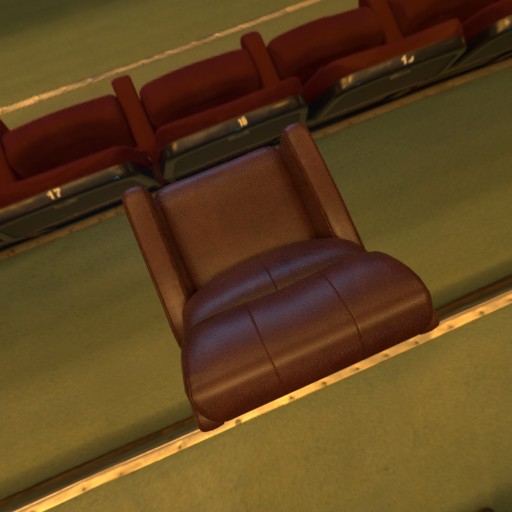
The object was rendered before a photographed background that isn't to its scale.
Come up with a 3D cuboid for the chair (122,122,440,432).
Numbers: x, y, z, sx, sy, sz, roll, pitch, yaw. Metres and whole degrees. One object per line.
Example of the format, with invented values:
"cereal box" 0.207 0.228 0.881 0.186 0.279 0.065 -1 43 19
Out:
"chair" 0.000 0.000 1.673 0.787 1.016 0.939 -23 78 -5
